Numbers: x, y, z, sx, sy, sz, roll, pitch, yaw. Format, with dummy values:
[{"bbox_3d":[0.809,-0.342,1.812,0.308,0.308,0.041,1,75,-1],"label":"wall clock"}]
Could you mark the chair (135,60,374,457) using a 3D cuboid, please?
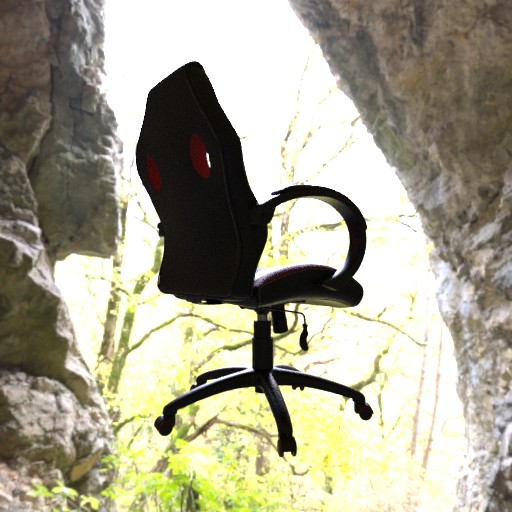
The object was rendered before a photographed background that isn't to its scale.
[{"bbox_3d":[0.000,0.000,1.668,0.783,1.189,0.750,1,-2,-38],"label":"chair"}]
